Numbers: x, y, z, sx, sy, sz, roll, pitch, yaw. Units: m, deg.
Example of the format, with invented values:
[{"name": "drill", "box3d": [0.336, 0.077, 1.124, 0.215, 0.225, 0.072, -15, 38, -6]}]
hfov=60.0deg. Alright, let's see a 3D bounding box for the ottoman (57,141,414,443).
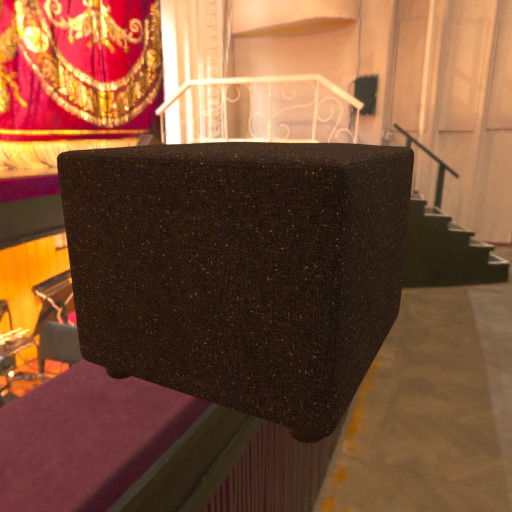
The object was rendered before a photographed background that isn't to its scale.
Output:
[{"name": "ottoman", "box3d": [0.000, 0.000, 0.877, 0.508, 0.432, 0.508, 8, 18, 27]}]
